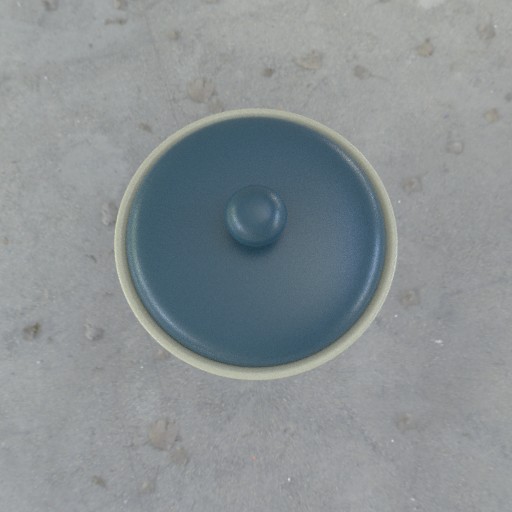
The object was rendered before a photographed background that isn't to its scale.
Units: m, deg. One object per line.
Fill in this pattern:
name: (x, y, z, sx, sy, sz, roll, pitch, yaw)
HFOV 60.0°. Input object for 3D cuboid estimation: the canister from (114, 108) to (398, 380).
canister: (0.000, 0.000, 0.340, 0.181, 0.211, 0.181, 0, 76, 0)
